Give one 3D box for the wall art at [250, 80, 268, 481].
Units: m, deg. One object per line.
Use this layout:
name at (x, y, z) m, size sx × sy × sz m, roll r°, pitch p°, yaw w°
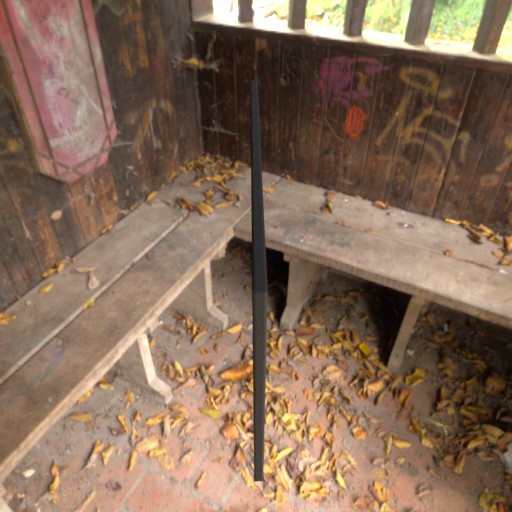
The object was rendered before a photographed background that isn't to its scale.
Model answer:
wall art at (0.000, 0.000, 1.257) m, size 0.026 × 0.656 × 0.958 m, roll 0°, pitch 40°, yaw 0°
